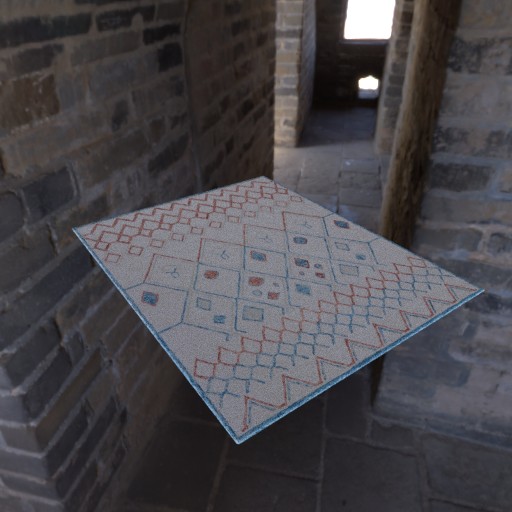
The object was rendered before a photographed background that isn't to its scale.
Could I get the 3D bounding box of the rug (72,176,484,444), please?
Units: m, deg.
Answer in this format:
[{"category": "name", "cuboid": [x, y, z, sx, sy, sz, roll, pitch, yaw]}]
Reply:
[{"category": "rug", "cuboid": [0.000, 0.000, 4.085, 2.441, 0.016, 3.050, -21, 38, -30]}]
